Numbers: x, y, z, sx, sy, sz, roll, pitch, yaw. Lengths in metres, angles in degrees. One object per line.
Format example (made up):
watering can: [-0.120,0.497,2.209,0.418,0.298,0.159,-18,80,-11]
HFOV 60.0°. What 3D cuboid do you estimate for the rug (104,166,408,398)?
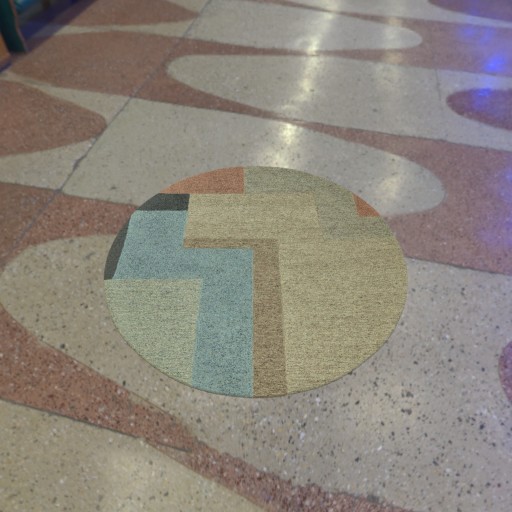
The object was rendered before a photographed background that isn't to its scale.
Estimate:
rug: [0.000,0.000,3.678,2.461,0.033,2.461,0,48,0]
